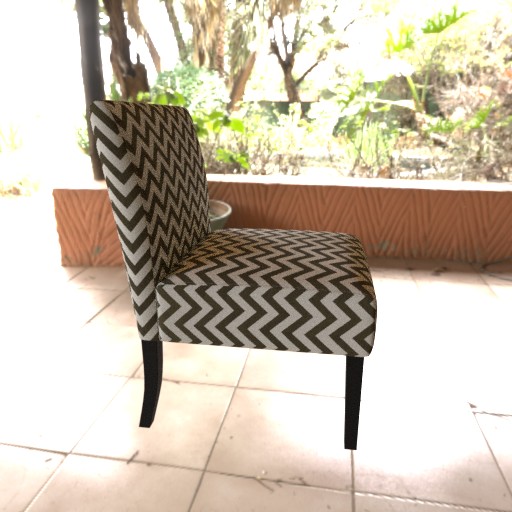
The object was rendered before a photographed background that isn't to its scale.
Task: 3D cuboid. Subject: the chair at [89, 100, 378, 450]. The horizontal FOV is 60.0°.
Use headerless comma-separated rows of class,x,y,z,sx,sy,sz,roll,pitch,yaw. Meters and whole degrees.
chair,0.000,0.000,1.283,0.648,0.838,0.589,3,17,8
